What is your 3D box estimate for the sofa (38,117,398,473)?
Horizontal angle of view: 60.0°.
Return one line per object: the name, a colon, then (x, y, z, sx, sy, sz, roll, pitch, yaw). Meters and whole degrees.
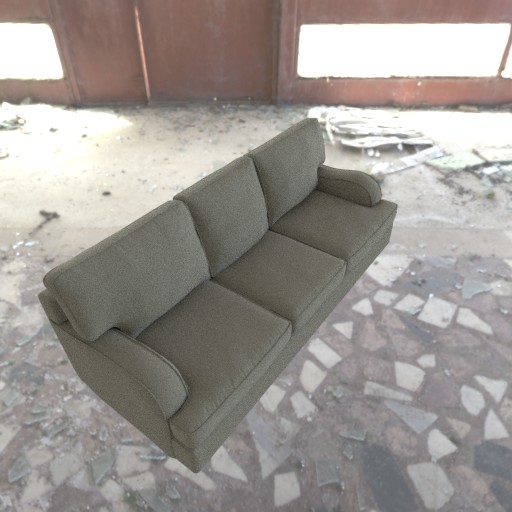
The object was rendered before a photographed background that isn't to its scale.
sofa: (0.000, 0.000, 2.831, 1.016, 0.997, 2.323, 25, 46, 27)
